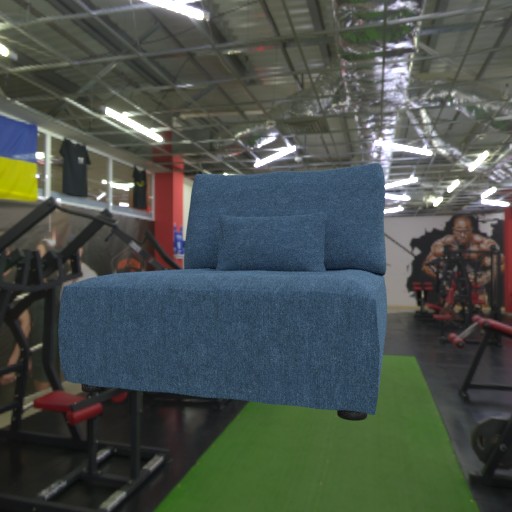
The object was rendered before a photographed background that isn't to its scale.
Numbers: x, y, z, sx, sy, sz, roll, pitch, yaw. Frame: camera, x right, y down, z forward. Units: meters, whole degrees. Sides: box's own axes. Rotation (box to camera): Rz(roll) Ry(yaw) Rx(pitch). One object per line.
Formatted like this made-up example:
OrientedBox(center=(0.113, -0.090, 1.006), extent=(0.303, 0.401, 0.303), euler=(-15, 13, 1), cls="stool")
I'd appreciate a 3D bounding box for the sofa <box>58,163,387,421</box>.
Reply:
OrientedBox(center=(0.000, 0.000, 1.664), extent=(0.930, 0.820, 1.000), euler=(0, 0, 17), cls="sofa")
